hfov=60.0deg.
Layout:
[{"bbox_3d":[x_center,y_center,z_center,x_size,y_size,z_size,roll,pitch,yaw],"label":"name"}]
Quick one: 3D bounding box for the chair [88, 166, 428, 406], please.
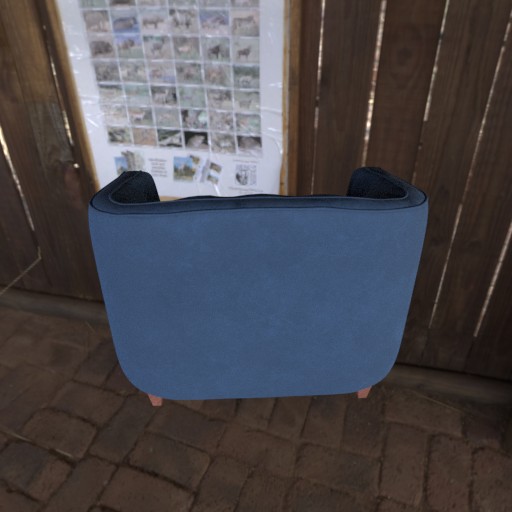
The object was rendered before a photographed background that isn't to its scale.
[{"bbox_3d":[0.000,0.000,1.777,1.094,0.852,0.940,-1,31,-2],"label":"chair"}]
